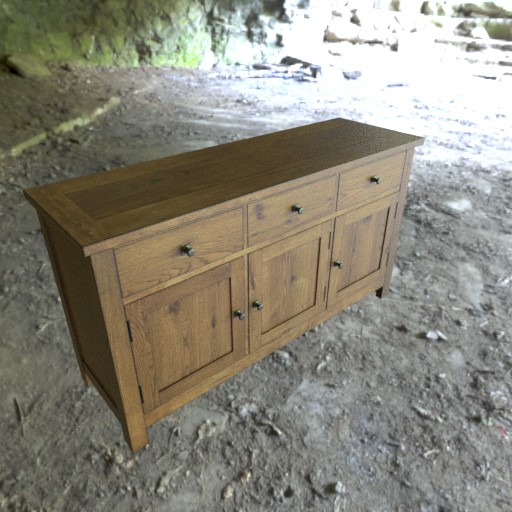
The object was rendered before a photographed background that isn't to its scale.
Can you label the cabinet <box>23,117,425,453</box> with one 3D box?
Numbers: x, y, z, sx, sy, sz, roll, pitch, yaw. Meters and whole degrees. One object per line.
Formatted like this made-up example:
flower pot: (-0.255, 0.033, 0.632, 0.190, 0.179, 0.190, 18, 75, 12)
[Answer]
cabinet: (0.000, 0.000, 1.819, 1.474, 0.813, 0.480, -23, 37, -34)
